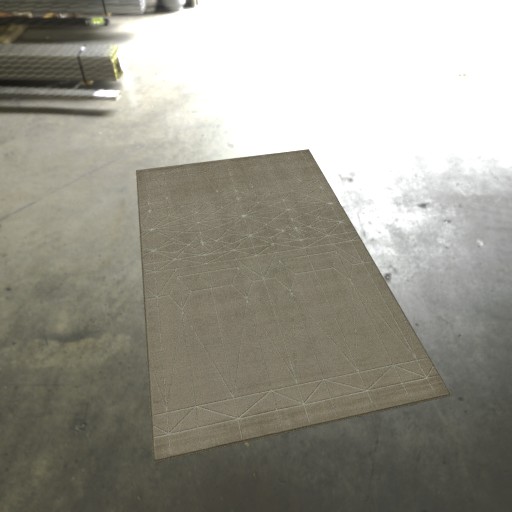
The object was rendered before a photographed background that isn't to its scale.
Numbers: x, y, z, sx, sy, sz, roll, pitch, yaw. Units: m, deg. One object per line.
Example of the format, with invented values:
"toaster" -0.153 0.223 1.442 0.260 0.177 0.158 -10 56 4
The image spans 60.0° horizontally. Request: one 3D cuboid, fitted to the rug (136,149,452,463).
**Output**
"rug" 0.000 0.000 3.012 1.524 0.012 2.438 -9 46 -9
